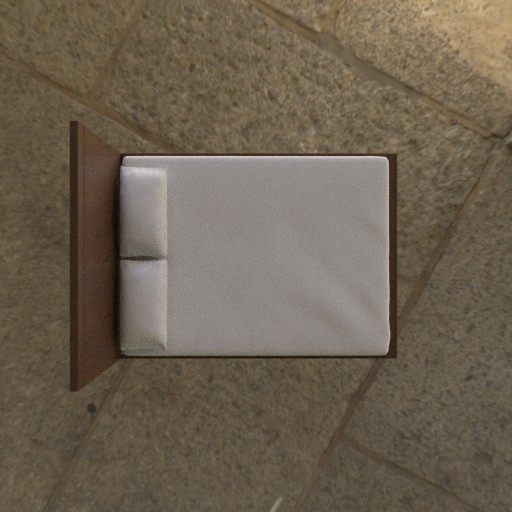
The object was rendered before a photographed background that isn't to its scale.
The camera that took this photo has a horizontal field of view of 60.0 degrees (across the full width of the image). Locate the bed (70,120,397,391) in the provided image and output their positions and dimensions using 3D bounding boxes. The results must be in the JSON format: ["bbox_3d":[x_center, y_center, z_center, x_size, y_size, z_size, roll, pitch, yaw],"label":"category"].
[{"bbox_3d":[0.000,0.000,3.224,2.221,1.169,1.613,0,90,0],"label":"bed"}]
